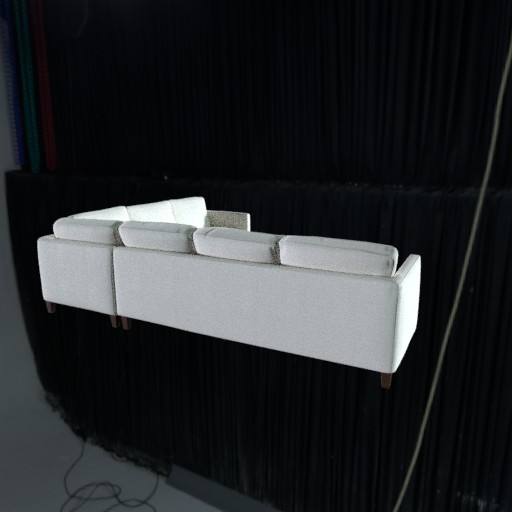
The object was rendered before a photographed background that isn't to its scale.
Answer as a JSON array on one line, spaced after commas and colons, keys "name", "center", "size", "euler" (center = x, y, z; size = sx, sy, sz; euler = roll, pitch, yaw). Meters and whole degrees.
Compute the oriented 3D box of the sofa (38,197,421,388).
[{"name": "sofa", "center": [0.000, 0.000, 4.532], "size": [3.302, 0.947, 2.593], "euler": [6, 14, 26]}]
